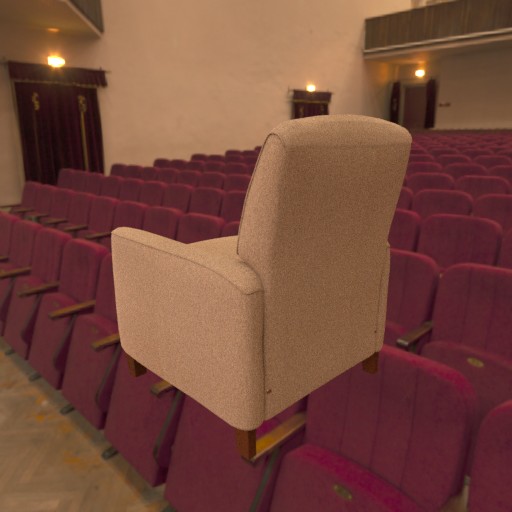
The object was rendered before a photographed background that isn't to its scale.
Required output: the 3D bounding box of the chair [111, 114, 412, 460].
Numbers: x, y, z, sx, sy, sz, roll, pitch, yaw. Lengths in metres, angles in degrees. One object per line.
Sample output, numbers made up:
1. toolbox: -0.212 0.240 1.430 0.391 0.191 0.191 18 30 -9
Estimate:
1. chair: 0.000 0.000 1.704 0.848 1.014 0.864 -15 21 -43
